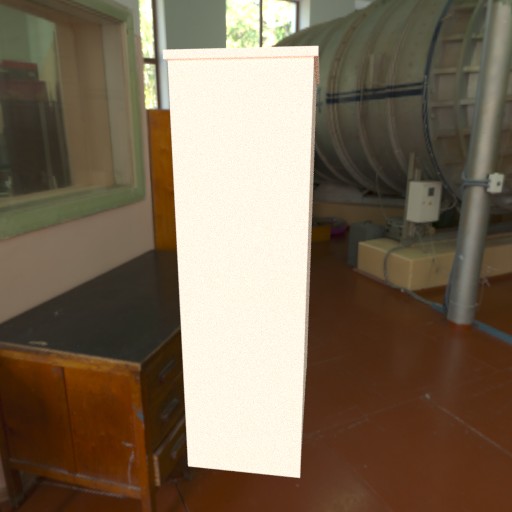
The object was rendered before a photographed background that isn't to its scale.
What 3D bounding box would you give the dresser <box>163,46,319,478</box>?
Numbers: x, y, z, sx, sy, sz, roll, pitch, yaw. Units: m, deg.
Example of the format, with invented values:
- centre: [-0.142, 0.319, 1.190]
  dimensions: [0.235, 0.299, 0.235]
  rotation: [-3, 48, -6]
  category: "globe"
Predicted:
- centre: [0.000, 0.000, 1.588]
  dimensions: [0.399, 1.255, 0.704]
  rotation: [2, 16, 8]
  category: "dresser"
